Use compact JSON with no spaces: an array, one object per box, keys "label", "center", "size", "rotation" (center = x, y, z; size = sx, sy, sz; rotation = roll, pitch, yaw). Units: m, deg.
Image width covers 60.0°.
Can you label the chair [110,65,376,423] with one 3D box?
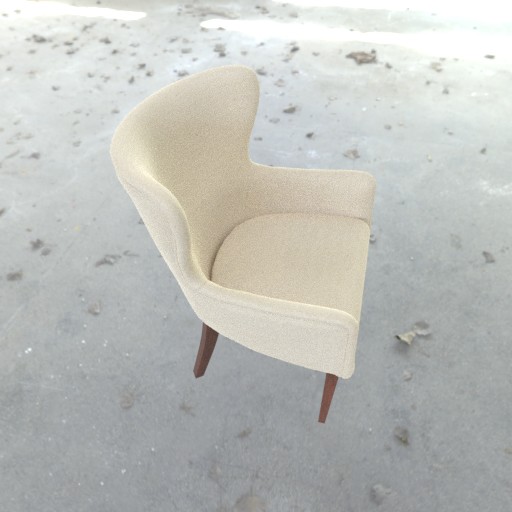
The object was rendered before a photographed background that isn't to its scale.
[{"label":"chair","center":[0.000,0.000,1.492],"size":[0.744,0.990,0.696],"rotation":[11,48,10]}]
